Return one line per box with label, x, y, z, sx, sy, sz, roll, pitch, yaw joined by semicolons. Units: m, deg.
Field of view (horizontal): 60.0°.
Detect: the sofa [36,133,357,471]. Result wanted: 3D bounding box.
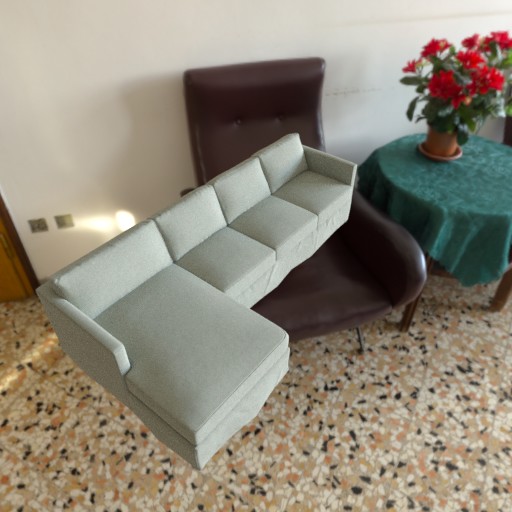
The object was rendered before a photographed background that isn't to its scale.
sofa;0.000;0.000;3.966;1.650;0.922;3.205;27;47;29
